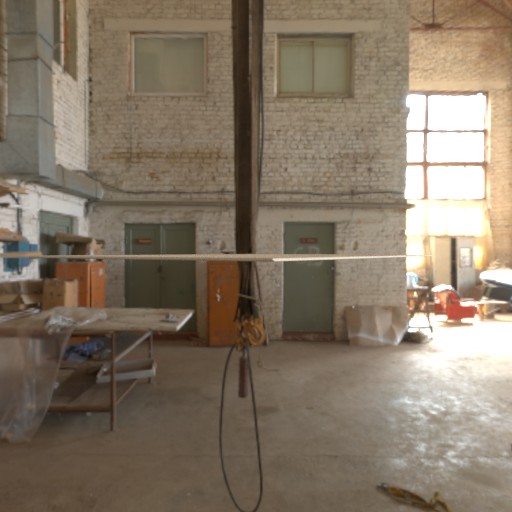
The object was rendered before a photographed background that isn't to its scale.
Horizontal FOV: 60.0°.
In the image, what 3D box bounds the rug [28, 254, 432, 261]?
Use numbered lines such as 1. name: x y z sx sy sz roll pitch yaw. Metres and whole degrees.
1. rug: 0.000 0.000 4.148 2.407 0.020 3.051 0 1 36
